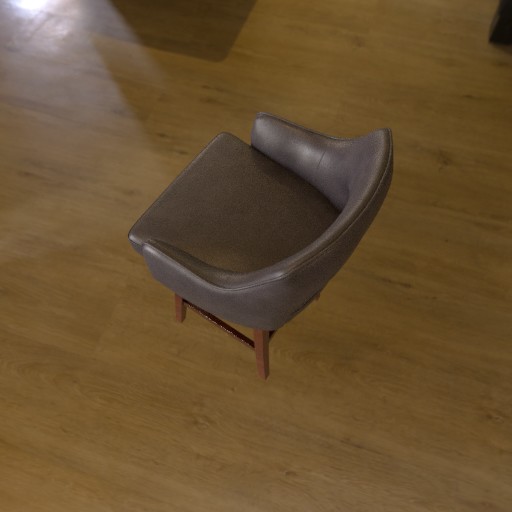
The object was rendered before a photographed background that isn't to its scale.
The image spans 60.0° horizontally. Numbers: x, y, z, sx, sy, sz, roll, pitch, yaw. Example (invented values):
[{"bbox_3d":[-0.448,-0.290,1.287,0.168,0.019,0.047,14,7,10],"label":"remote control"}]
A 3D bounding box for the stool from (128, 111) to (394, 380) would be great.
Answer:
[{"bbox_3d":[0.000,0.000,1.383,0.560,1.041,0.550,31,67,15],"label":"stool"}]
